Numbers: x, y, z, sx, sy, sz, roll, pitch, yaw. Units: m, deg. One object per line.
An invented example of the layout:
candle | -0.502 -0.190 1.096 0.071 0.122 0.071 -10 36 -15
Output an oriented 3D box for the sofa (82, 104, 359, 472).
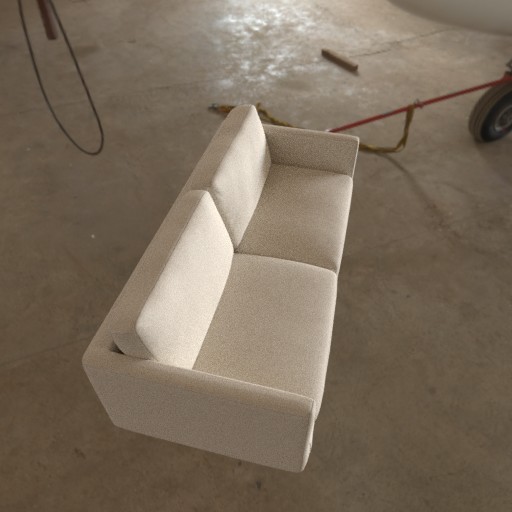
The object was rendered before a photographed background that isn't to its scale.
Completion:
sofa | 0.000 0.000 2.494 0.965 0.889 1.981 10 47 10
